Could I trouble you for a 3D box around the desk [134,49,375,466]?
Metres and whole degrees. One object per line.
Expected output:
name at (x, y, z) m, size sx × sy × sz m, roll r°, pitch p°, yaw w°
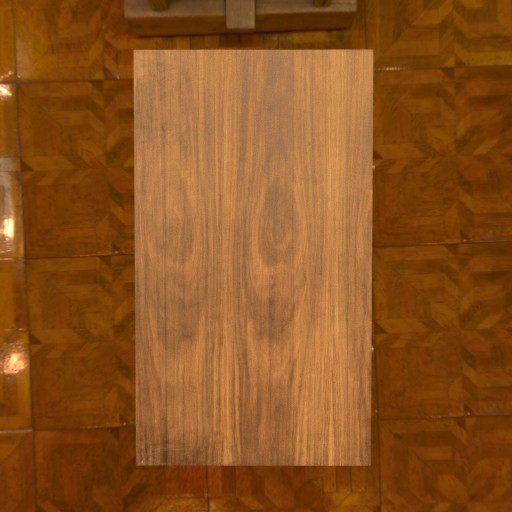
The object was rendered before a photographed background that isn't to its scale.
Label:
desk at (0.000, 0.000, 1.390) m, size 0.588 × 0.758 × 0.949 m, roll 0°, pitch 91°, yaw 0°
